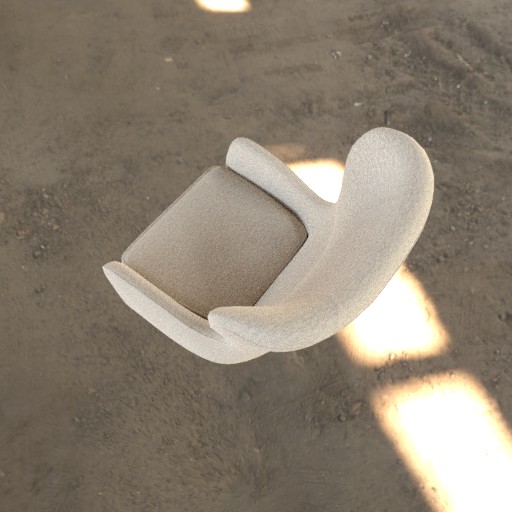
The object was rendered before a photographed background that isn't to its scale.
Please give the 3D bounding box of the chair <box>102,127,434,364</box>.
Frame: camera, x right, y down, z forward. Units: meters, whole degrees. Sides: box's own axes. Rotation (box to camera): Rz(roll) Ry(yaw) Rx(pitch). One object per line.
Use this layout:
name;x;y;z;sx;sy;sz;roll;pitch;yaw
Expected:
chair;0.000;0.000;1.770;0.984;1.064;0.861;34;66;17
